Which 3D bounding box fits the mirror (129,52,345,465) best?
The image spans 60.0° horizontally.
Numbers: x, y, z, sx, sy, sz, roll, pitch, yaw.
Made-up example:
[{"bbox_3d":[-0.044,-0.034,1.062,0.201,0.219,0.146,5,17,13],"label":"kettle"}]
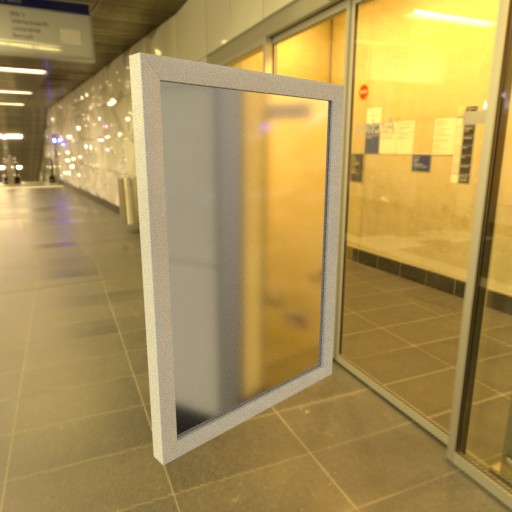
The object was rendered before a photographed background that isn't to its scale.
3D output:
[{"bbox_3d":[0.000,0.000,0.922,0.507,0.710,0.040,-12,18,-42],"label":"mirror"}]
